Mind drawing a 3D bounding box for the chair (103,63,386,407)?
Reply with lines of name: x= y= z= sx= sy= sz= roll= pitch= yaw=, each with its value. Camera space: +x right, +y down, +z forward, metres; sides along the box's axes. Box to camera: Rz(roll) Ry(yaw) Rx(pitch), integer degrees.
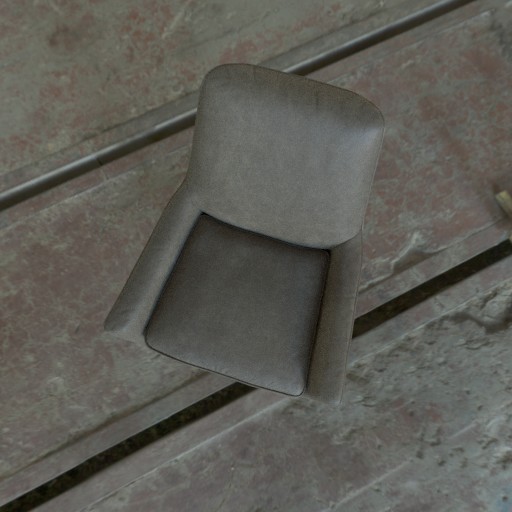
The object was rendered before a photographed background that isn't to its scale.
chair: x=0.000 y=0.000 z=1.511 sx=0.787 sy=0.888 sz=0.824 roll=17 pitch=75 yaw=5
